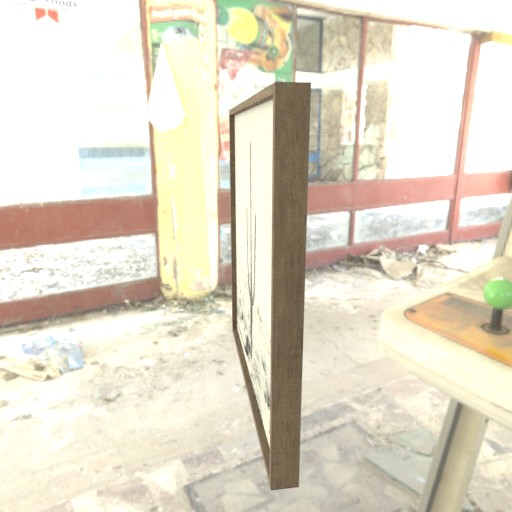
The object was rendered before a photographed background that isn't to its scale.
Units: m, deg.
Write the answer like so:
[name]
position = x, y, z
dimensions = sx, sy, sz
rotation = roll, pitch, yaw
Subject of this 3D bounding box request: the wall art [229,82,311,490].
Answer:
[wall art]
position = 0.000, 0.000, 0.767
dimensions = 0.038, 0.508, 0.508
rotation = -2, 15, -8
